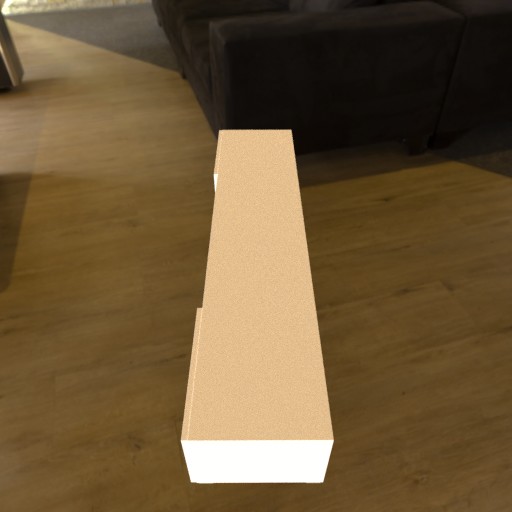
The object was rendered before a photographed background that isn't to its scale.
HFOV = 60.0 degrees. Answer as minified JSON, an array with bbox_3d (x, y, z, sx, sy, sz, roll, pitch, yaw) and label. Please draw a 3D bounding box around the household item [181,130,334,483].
[{"bbox_3d":[0.000,0.000,2.006,0.420,0.310,1.850,0,42,0],"label":"household item"}]
